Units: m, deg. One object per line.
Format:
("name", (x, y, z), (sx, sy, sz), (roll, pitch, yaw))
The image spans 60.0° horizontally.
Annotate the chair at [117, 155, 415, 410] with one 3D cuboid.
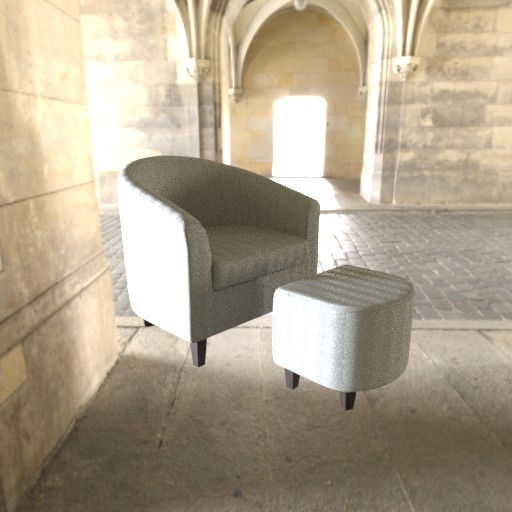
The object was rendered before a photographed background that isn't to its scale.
("chair", (0.000, 0.000, 1.786), (1.288, 0.757, 0.756), (14, 20, 42))
